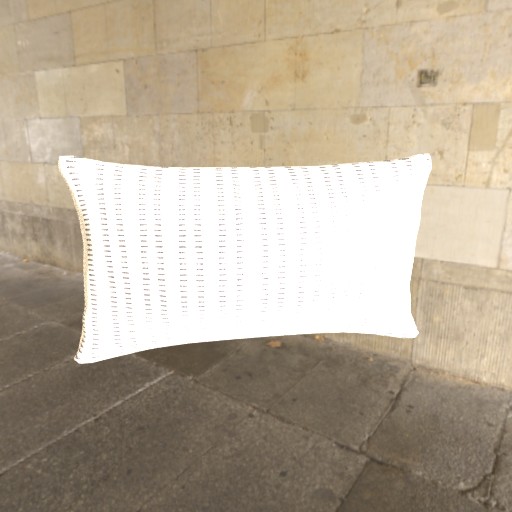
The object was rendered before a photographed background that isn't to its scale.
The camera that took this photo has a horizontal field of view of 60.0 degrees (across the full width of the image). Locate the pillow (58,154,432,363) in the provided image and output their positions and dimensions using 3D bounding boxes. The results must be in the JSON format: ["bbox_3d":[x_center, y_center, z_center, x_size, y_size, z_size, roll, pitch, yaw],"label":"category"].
[{"bbox_3d":[0.000,0.000,0.789,0.640,0.353,0.210,-3,15,-10],"label":"pillow"}]
